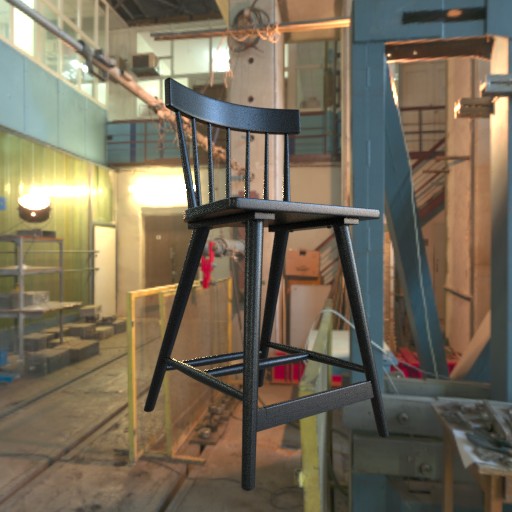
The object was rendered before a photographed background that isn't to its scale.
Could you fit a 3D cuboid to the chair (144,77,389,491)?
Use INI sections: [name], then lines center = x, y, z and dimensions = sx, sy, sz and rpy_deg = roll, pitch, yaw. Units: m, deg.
[chair]
center = 0.000, 0.000, 1.255
dimensions = 0.483, 0.952, 0.572
rpy_deg = 0, 1, -36
